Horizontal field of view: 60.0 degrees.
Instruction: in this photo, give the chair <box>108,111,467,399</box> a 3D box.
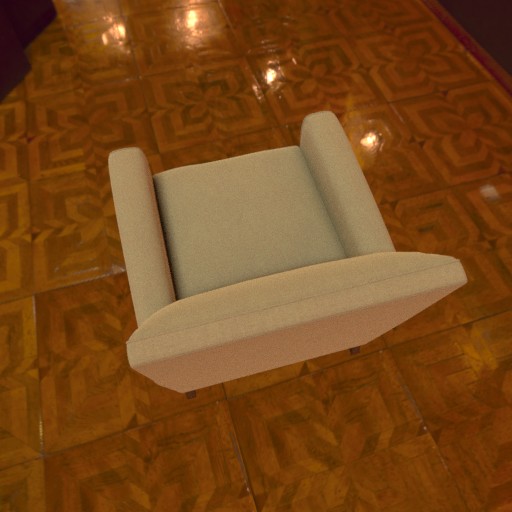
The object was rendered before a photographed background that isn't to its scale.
[{"bbox_3d":[0.000,0.000,1.515,0.840,0.846,0.871,-13,59,-8],"label":"chair"}]
